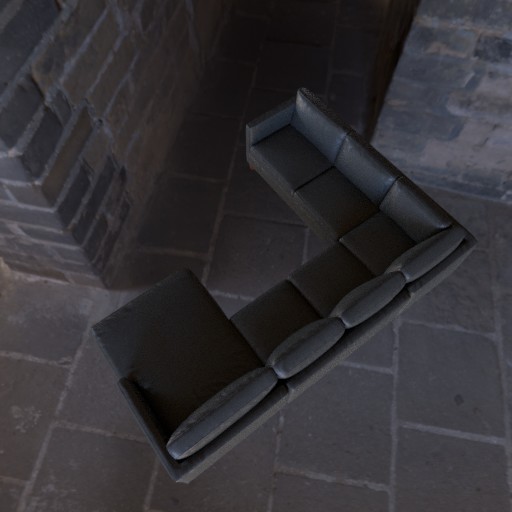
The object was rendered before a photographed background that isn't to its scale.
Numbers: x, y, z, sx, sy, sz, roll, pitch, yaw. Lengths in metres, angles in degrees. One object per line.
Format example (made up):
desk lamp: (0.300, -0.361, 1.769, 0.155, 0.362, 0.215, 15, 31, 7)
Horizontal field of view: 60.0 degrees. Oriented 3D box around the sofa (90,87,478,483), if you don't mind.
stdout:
sofa: (0.000, 0.000, 4.463, 3.460, 0.923, 2.593, -34, 68, -16)
